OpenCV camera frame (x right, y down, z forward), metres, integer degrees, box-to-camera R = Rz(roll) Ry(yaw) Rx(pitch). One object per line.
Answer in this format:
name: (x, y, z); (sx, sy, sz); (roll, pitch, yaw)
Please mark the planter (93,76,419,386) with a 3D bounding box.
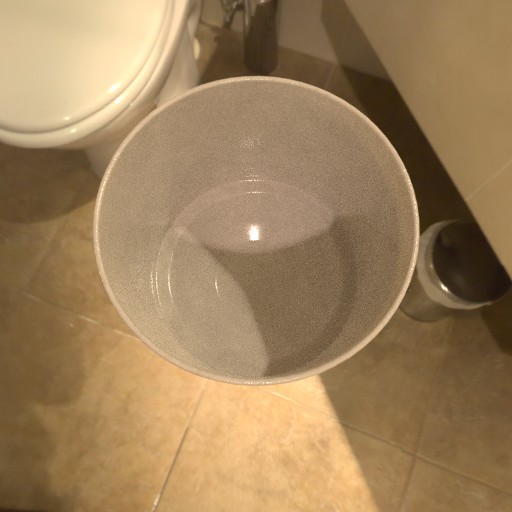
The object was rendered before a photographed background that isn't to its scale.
planter: (0.000, 0.000, 0.454); (0.250, 0.239, 0.250); (0, 75, 0)
